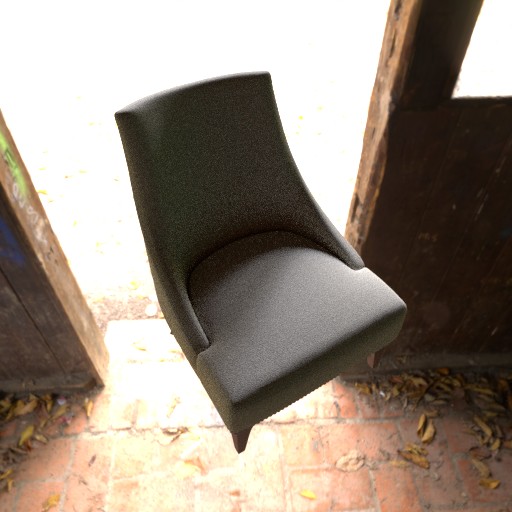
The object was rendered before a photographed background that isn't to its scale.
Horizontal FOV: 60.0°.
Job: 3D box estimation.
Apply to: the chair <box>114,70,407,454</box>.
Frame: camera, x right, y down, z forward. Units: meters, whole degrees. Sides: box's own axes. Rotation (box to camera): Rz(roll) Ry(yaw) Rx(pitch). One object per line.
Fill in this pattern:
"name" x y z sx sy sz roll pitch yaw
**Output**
"chair" 0.000 0.000 1.523 0.701 0.909 0.861 -24 51 -21
